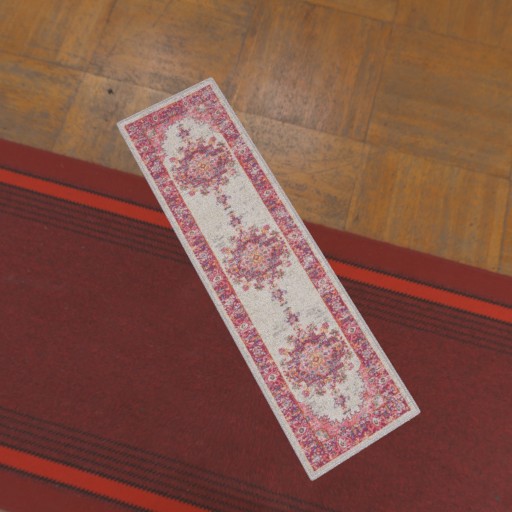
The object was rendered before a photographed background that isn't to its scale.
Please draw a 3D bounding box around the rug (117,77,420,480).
[{"bbox_3d":[0.000,0.000,2.497,0.666,0.011,2.294,-29,77,-7],"label":"rug"}]
